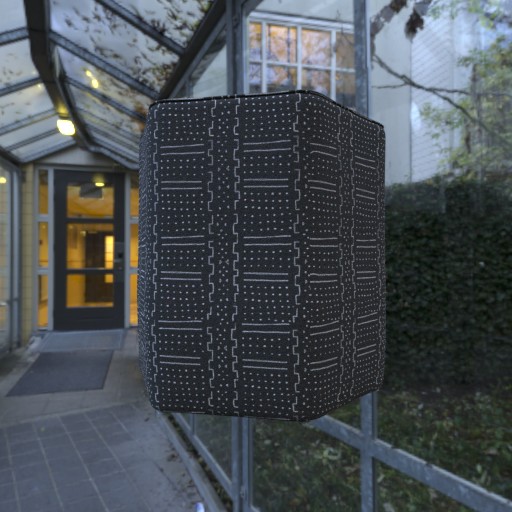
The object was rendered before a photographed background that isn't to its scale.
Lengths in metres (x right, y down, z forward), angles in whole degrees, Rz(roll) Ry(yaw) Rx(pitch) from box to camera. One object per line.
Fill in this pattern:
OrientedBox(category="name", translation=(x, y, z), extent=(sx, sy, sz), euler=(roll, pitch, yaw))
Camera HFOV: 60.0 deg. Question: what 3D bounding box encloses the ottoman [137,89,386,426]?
OrientedBox(category="ottoman", translation=(0.000, 0.000, 0.873), extent=(0.443, 0.502, 0.494), euler=(0, 0, -19))
